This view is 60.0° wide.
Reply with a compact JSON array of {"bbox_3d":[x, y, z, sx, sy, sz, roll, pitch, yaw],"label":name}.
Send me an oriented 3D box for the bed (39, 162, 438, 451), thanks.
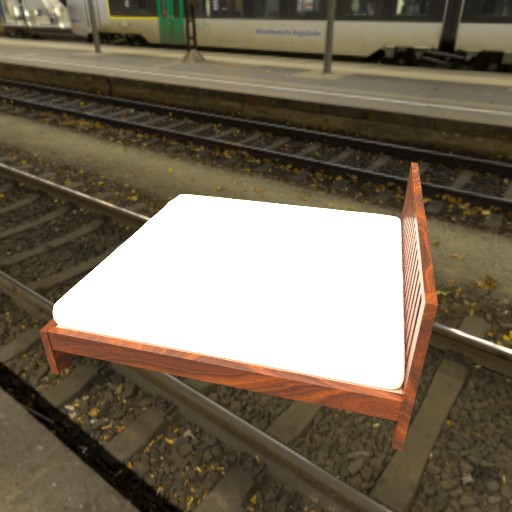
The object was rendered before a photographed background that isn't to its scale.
[{"bbox_3d":[0.000,0.000,3.022,2.030,0.890,1.905,8,30,13],"label":"bed"}]
